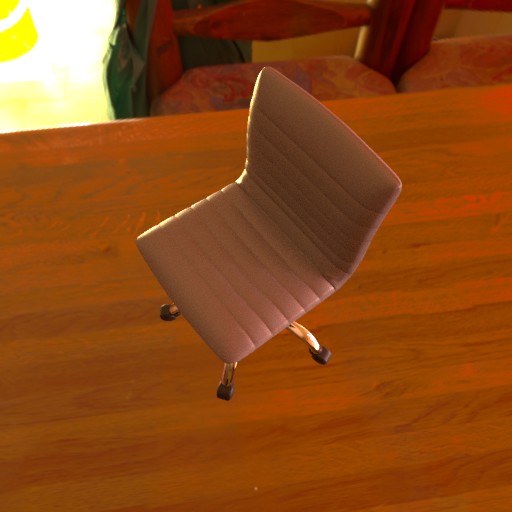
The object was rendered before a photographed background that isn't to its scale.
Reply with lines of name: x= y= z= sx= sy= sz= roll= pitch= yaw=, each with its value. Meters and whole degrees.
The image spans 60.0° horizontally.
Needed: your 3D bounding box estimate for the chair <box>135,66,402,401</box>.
chair: x=0.000 y=0.000 z=1.140 sx=0.542 sy=0.750 sz=0.569 roll=-35 pitch=68 yaw=-17
